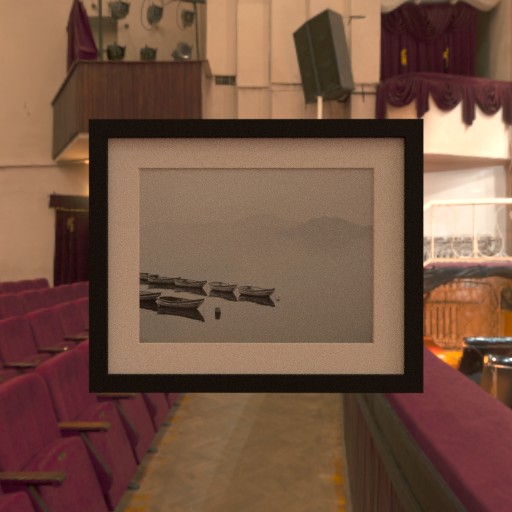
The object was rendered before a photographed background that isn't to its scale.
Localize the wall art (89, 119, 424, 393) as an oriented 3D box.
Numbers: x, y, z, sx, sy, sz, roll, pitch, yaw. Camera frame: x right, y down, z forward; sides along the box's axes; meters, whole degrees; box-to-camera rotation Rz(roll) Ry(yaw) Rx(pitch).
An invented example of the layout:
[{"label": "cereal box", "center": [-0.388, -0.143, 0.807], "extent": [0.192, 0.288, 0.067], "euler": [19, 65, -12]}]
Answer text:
[{"label": "wall art", "center": [0.000, 0.000, 0.539], "extent": [0.397, 0.325, 0.028], "euler": [0, 0, 0]}]
